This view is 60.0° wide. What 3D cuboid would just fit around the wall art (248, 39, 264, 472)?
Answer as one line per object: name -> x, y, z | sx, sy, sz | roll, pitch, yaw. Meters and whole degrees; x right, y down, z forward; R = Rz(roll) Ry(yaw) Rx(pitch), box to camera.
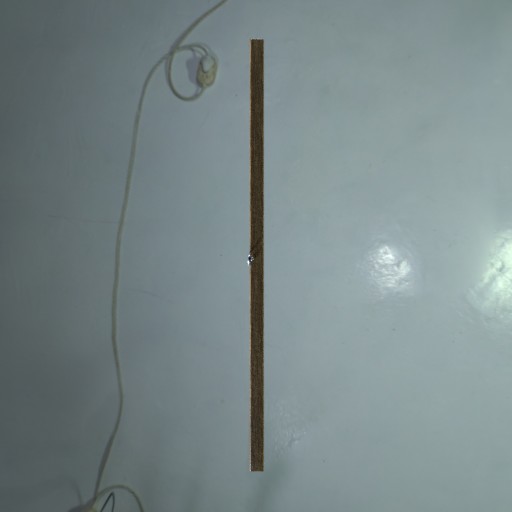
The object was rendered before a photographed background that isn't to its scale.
wall art -> 0.000, 0.000, 0.843 | 0.021, 0.582, 0.561 | 0, 90, 0
